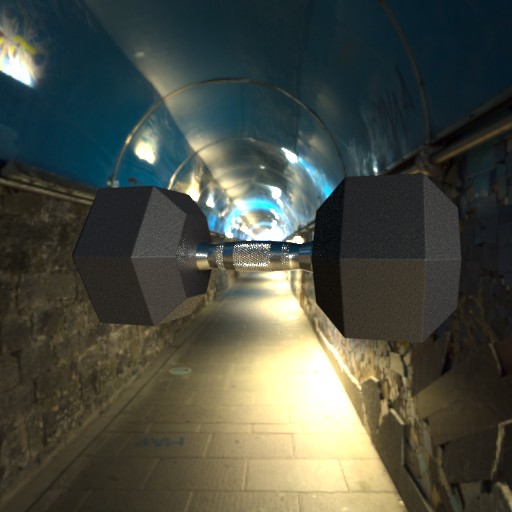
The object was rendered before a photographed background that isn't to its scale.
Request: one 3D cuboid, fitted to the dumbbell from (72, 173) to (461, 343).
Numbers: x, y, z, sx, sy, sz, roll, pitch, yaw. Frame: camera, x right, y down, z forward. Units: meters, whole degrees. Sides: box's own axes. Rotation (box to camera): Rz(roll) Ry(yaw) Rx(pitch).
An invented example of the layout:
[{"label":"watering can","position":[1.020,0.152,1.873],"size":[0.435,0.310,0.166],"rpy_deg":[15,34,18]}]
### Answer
[{"label":"dumbbell","position":[0.000,0.000,0.440],"size":[0.361,0.137,0.157],"rpy_deg":[0,1,17]}]
